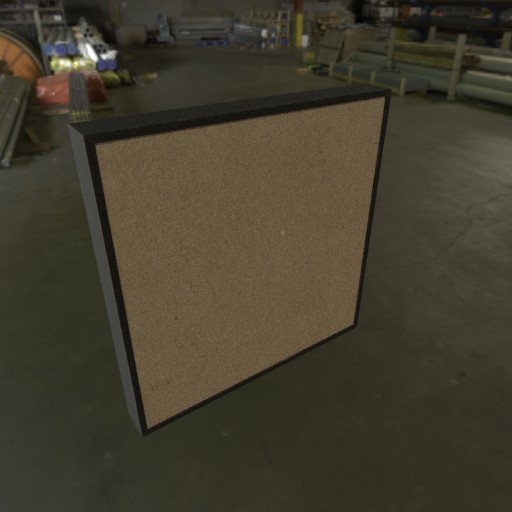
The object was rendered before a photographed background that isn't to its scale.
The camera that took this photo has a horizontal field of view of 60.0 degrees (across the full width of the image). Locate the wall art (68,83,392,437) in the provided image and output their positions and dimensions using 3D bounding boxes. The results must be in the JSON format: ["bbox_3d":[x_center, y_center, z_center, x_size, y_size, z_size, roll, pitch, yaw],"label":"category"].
[{"bbox_3d":[0.000,0.000,0.458,0.305,0.305,0.038,-19,35,-29],"label":"wall art"}]
